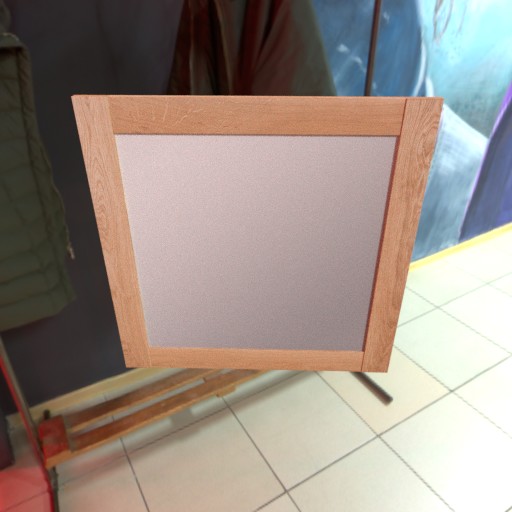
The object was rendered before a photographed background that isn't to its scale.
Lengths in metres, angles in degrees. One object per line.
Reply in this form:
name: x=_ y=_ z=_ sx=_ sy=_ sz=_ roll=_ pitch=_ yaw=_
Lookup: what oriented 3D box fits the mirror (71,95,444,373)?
mirror: x=0.000 y=0.000 z=1.161 sx=0.800 sy=0.800 sz=0.020 roll=1 pitch=31 yaw=1
